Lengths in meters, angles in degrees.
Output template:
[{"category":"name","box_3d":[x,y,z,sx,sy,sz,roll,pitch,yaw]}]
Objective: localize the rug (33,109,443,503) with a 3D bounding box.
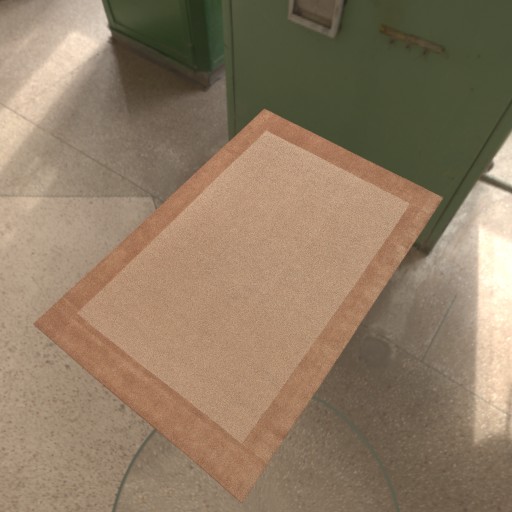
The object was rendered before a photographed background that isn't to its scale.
[{"category":"rug","box_3d":[0.000,0.000,2.247,1.219,0.014,1.829,32,64,18]}]
